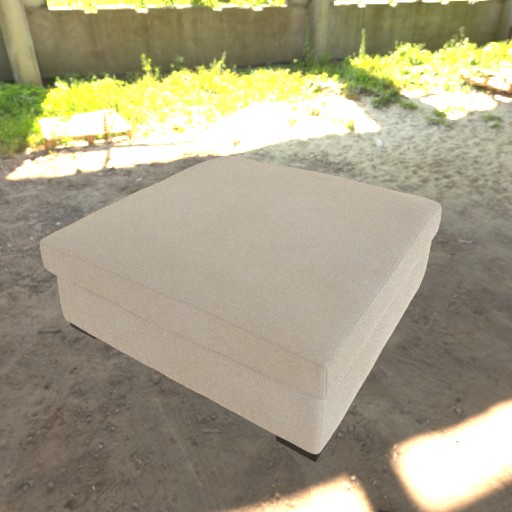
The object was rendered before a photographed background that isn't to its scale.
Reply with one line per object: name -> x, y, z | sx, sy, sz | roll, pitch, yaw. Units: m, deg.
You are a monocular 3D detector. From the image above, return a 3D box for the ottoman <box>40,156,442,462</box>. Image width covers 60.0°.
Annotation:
ottoman -> 0.000, 0.000, 1.862 | 1.205, 0.522, 1.190 | 18, 35, 28
